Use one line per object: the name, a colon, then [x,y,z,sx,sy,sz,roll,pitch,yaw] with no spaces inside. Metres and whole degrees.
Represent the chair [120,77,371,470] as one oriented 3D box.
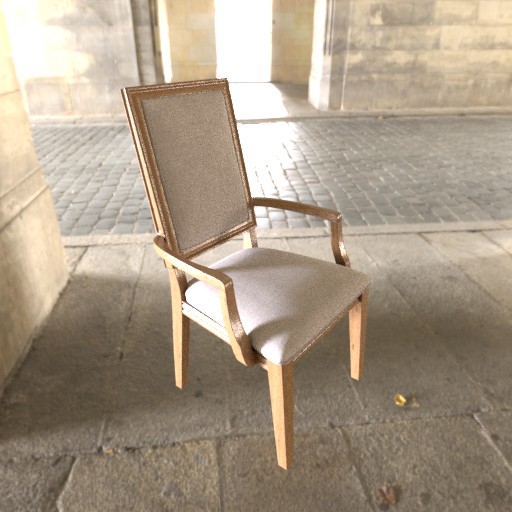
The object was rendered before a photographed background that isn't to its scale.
chair: [0.000,0.000,1.387,0.602,0.990,0.606,19,32,33]
